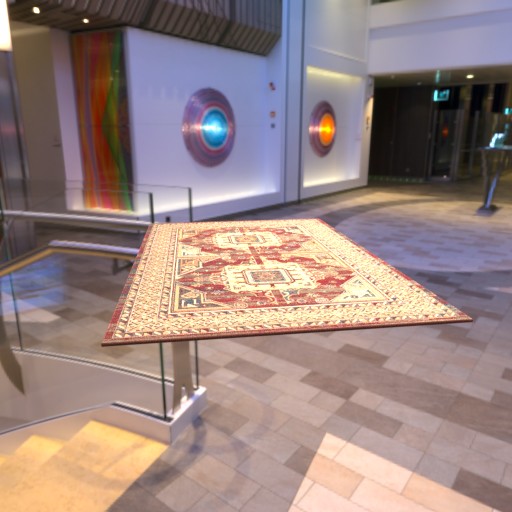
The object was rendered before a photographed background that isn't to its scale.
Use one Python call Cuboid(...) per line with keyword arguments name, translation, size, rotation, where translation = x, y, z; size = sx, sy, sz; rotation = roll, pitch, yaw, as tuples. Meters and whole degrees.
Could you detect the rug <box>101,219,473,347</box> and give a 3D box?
Cuboid(name="rug", translation=(0.000, 0.000, 5.716), size=(3.033, 0.033, 4.578), rotation=(-2, 16, -8))
